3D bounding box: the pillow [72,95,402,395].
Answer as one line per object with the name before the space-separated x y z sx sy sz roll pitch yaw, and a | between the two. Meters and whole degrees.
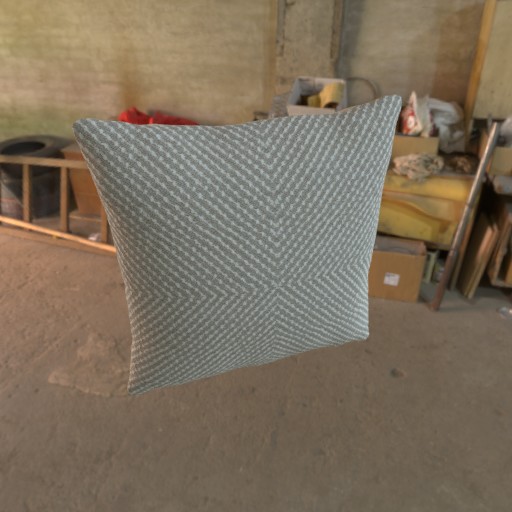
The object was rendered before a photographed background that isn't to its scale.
pillow | 0.000 0.000 0.700 0.459 0.458 0.181 -10 33 -15
